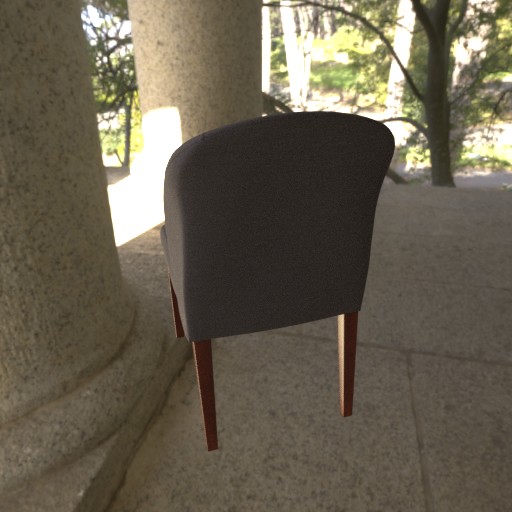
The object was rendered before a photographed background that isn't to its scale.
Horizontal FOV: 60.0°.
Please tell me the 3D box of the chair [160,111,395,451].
[{"bbox_3d":[0.000,0.000,1.257,0.506,0.879,0.619,-8,28,-15],"label":"chair"}]
